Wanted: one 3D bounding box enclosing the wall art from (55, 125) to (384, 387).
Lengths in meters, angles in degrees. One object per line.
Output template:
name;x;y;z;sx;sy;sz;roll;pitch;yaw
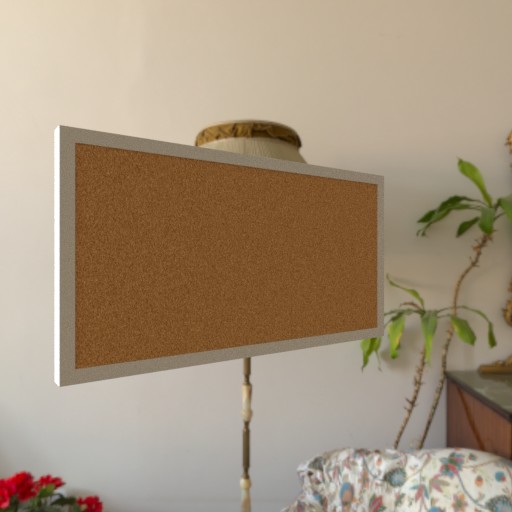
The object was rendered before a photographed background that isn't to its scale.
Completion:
wall art;0.000;0.000;0.975;0.812;0.431;0.038;0;0;-35
